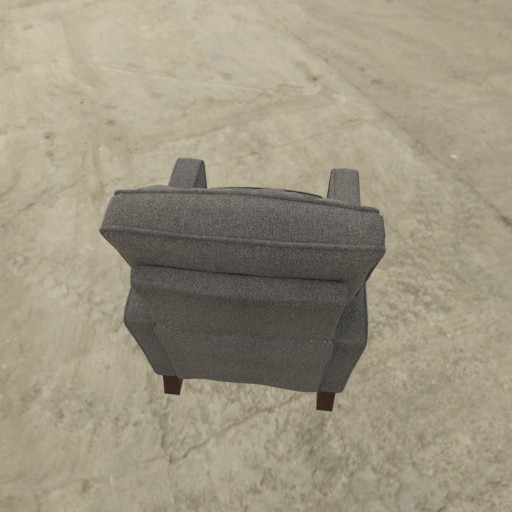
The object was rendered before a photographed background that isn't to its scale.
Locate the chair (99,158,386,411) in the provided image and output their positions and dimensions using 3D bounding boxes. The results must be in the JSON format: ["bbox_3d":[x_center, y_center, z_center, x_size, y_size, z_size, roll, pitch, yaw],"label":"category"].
[{"bbox_3d":[0.000,0.000,1.410,0.650,0.889,0.775,5,47,4],"label":"chair"}]
